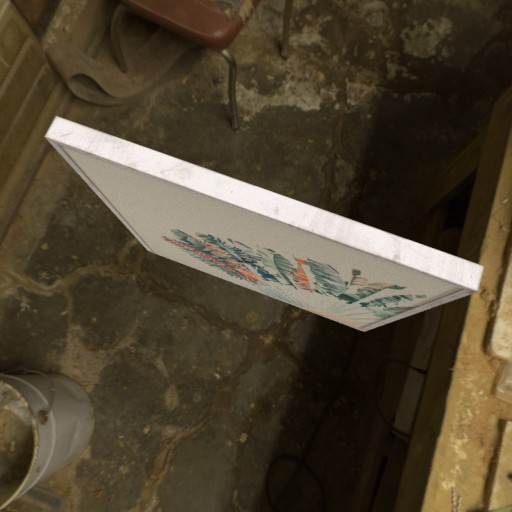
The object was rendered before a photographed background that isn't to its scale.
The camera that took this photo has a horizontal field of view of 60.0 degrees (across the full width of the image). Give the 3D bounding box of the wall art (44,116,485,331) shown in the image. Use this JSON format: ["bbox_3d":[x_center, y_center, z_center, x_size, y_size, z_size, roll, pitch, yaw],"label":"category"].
[{"bbox_3d":[0.000,0.000,0.734,0.508,0.506,0.029,20,77,5],"label":"wall art"}]
